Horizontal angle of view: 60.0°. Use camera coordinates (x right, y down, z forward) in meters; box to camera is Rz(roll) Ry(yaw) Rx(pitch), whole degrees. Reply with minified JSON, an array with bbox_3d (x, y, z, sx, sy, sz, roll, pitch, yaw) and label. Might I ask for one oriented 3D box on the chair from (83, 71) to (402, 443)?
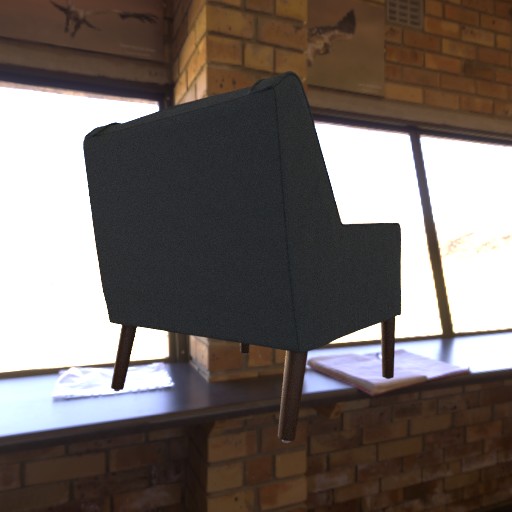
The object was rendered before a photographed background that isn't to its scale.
[{"bbox_3d":[0.000,0.000,1.320,0.663,0.780,0.733,0,0,37],"label":"chair"}]
